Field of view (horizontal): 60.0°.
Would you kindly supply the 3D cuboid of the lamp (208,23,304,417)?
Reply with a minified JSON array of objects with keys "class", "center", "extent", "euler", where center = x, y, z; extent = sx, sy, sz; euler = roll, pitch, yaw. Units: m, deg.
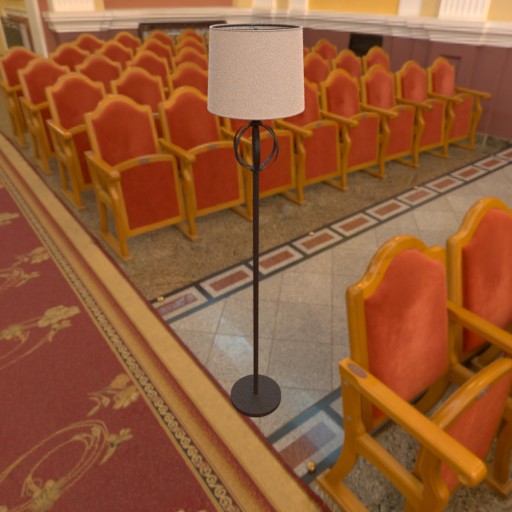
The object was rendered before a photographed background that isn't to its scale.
[{"class":"lamp","center":[0.000,0.000,1.586],"extent":[0.286,1.462,0.286],"euler":[-21,37,-30]}]
